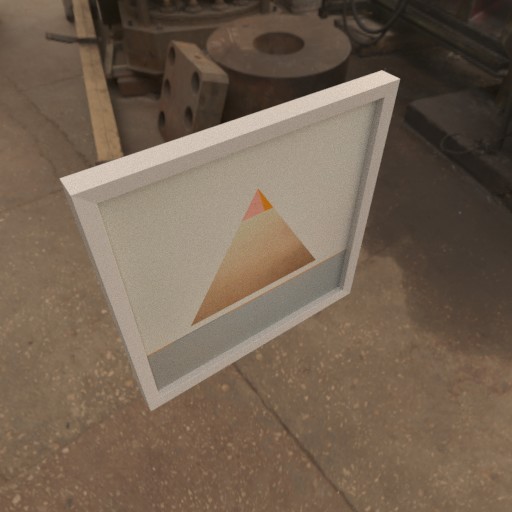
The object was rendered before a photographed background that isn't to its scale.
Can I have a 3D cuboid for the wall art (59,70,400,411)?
[{"bbox_3d":[0.000,0.000,1.945,1.289,1.291,0.098,-26,51,-24],"label":"wall art"}]
